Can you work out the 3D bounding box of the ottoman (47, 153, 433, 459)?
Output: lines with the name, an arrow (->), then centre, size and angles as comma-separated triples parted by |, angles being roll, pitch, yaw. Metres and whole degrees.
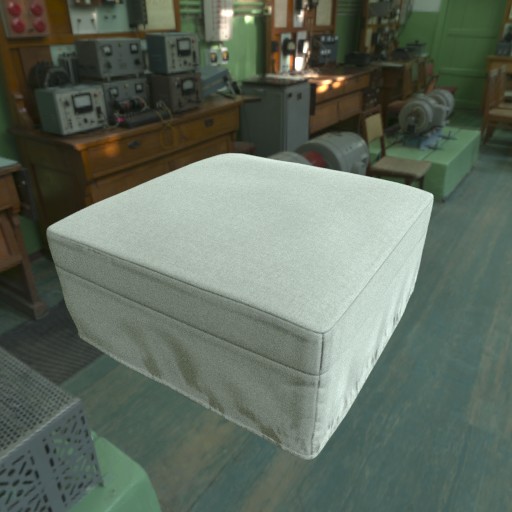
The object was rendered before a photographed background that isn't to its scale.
ottoman -> 0.000, 0.000, 1.363 | 0.840, 0.436, 0.843 | 17, 34, 28
